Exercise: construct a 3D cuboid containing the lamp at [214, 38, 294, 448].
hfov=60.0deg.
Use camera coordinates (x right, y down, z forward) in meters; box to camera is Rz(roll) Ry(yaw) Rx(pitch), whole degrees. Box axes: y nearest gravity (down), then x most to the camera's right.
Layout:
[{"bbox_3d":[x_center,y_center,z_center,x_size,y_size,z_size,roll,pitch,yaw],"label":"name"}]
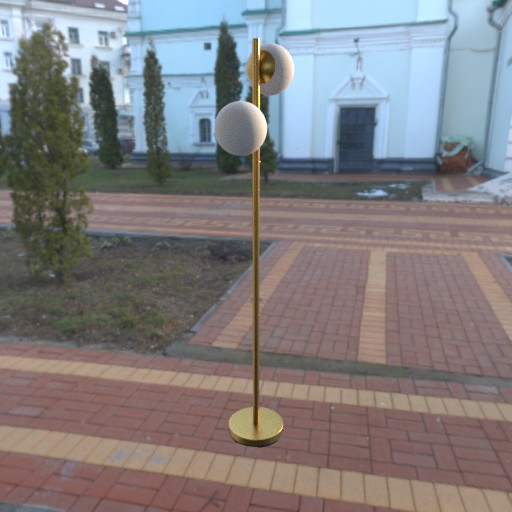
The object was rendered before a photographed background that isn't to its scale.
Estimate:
[{"bbox_3d":[0.000,0.000,1.819,0.249,1.641,0.419,8,16,27],"label":"lamp"}]
